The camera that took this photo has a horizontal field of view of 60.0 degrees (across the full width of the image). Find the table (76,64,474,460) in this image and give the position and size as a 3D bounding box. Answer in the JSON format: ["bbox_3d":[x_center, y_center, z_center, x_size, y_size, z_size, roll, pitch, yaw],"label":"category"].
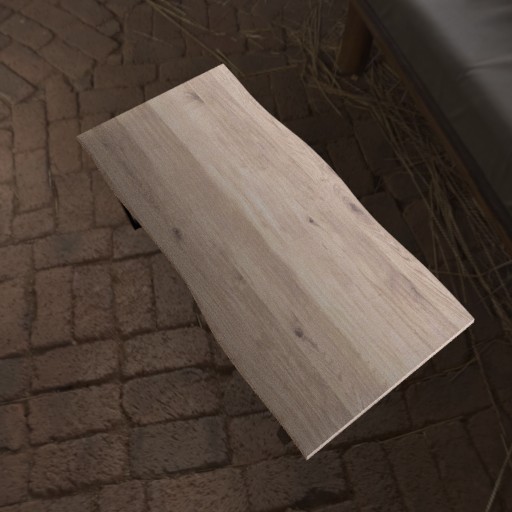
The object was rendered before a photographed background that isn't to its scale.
[{"bbox_3d":[0.000,0.000,2.320,0.900,0.780,1.800,-33,68,-15],"label":"table"}]
